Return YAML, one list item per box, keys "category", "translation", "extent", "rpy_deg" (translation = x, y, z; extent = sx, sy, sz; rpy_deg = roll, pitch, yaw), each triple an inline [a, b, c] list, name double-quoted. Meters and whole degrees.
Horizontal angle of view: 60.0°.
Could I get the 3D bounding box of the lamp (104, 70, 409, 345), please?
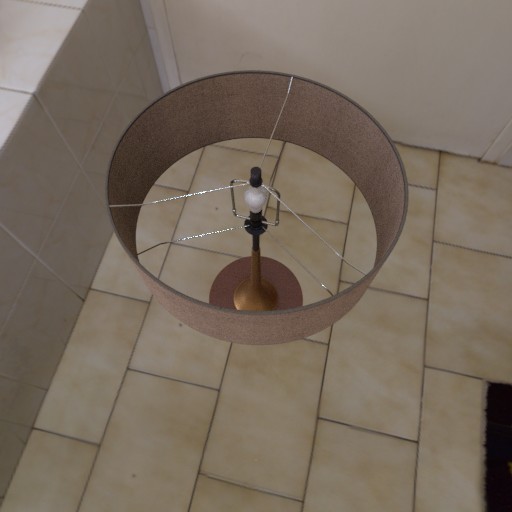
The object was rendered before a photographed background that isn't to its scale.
- category: "lamp"
  translation: [0.000, 0.000, 0.851]
  extent: [0.417, 0.551, 0.396]
  rpy_deg: [14, 66, 6]
